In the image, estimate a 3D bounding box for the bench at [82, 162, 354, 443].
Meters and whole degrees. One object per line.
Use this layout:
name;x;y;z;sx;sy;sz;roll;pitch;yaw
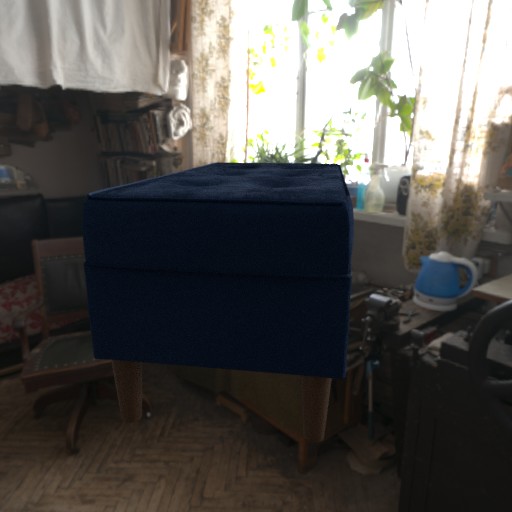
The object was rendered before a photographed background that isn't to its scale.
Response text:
bench;0.000;0.000;1.268;0.489;0.467;1.010;2;15;9
